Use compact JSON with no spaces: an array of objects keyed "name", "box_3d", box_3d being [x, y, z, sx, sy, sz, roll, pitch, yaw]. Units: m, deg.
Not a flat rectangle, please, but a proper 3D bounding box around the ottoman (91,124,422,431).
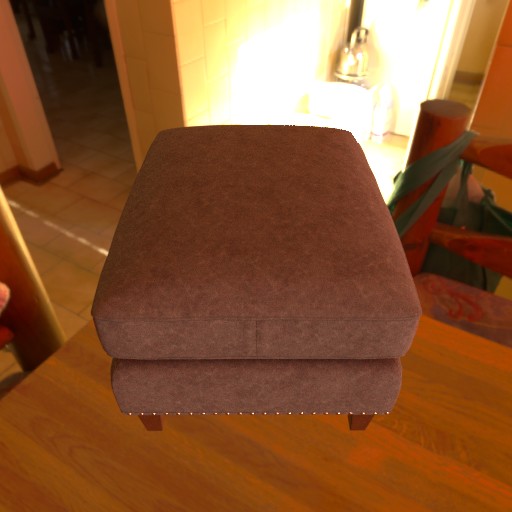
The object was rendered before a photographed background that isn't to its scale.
[{"name":"ottoman","box_3d":[0.000,0.000,1.135,0.584,0.513,0.741,0,40,0]}]
